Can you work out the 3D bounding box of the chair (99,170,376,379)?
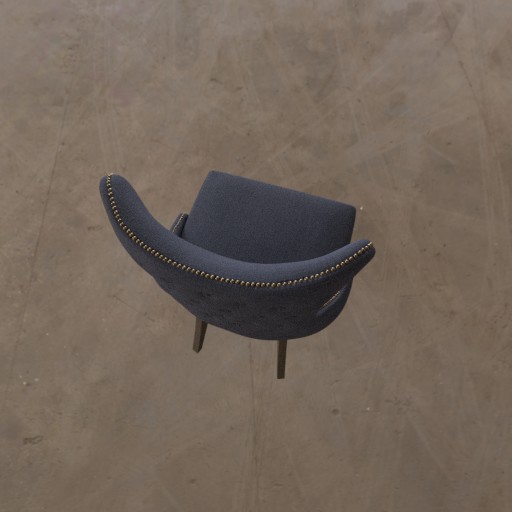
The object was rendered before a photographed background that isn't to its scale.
[{"bbox_3d":[0.000,0.000,1.389,0.628,0.967,0.635,16,63,8],"label":"chair"}]
